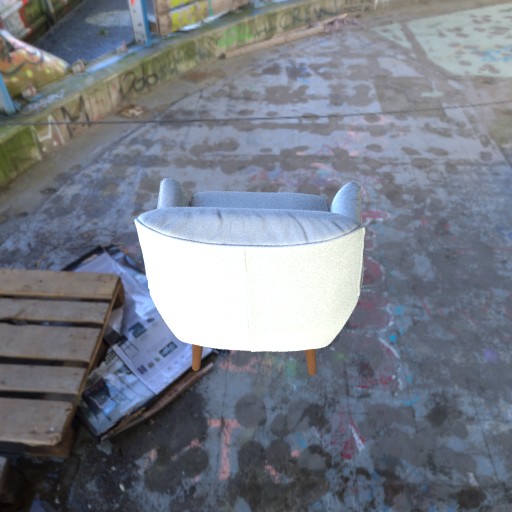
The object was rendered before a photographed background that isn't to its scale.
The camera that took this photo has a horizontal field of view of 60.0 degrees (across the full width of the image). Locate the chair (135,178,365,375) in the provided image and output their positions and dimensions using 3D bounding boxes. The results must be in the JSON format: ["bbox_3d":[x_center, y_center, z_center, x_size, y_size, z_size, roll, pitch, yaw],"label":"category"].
[{"bbox_3d":[0.000,0.000,1.507,0.787,0.888,0.822,2,44,2],"label":"chair"}]
